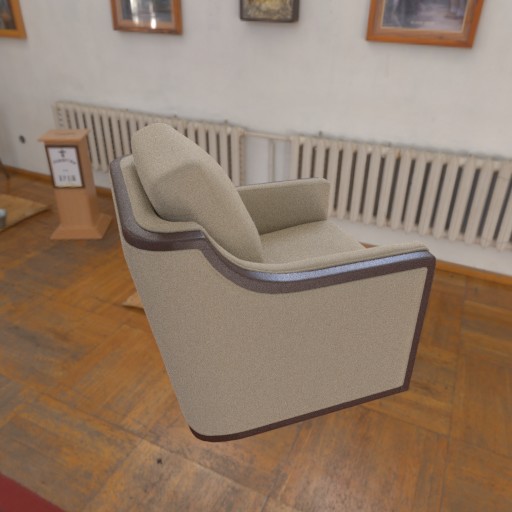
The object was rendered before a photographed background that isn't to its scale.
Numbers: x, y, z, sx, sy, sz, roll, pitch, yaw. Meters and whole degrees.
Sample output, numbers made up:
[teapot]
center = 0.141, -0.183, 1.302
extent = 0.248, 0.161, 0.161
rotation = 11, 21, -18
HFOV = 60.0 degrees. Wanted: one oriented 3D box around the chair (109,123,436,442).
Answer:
[chair]
center = 0.000, 0.000, 1.669
extent = 0.950, 0.930, 0.870
rotation = -10, 30, -17
